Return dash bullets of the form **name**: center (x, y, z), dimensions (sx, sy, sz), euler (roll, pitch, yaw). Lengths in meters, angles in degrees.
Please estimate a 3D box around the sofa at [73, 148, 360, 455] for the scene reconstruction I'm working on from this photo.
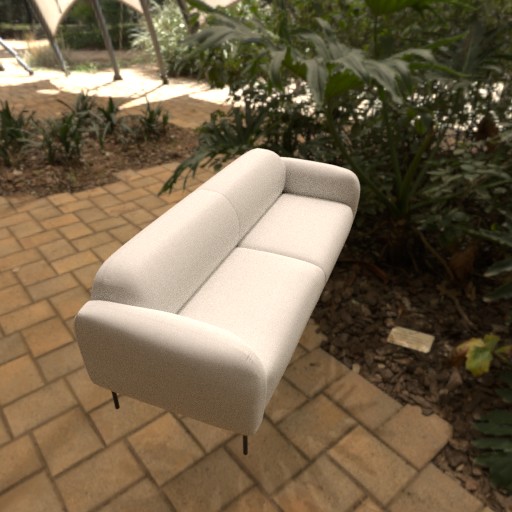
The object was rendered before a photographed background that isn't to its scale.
- **sofa**: center (0.000, 0.000, 2.692), dimensions (0.880, 0.780, 2.257), euler (11, 33, 18)
